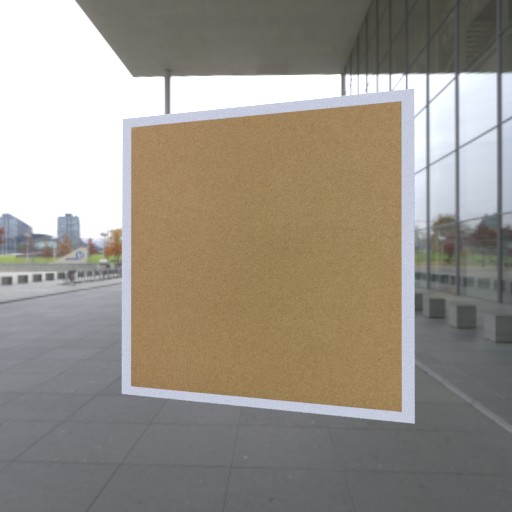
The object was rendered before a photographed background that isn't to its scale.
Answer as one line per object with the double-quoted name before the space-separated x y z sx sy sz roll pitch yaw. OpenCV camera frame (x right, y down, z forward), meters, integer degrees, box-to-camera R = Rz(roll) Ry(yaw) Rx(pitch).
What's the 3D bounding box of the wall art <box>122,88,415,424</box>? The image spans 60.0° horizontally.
"wall art" 0.000 0.000 1.134 0.763 0.761 0.038 0 0 17
